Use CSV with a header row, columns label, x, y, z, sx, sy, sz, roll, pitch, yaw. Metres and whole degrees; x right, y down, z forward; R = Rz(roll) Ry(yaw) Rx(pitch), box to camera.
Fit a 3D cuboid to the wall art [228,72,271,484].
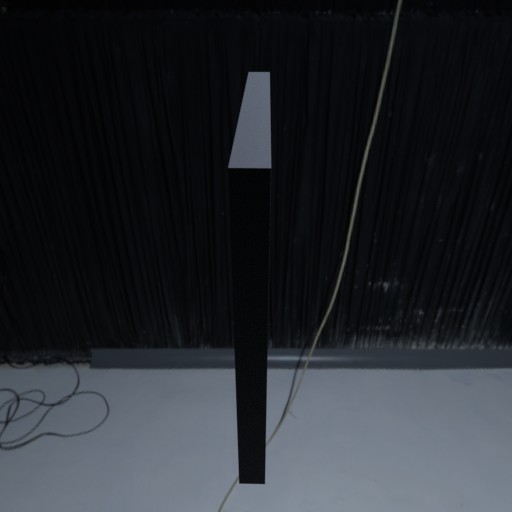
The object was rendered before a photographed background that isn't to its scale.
label,x,y,z,sx,sy,sz,roll,pitch,yaw
wall art,0.000,0.000,0.763,0.040,0.509,0.509,1,32,1
